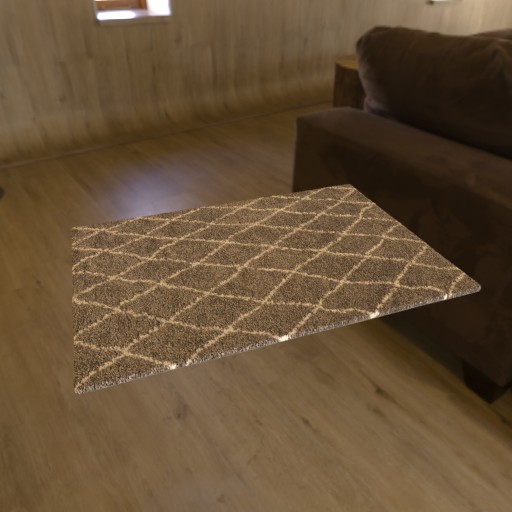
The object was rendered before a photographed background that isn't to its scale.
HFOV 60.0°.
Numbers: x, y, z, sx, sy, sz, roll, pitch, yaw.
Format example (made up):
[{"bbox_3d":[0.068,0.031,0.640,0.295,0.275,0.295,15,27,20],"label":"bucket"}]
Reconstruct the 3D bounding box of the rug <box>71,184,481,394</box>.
[{"bbox_3d":[0.000,0.000,2.270,1.778,0.030,1.219,-11,35,-16],"label":"rug"}]
